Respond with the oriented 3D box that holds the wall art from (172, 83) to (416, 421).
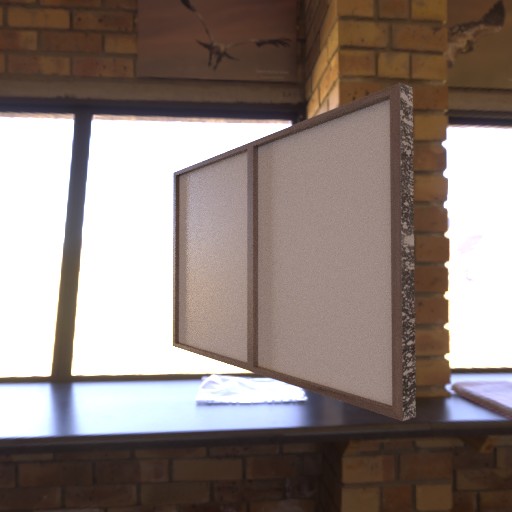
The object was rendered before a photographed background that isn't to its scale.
[{"bbox_3d":[0.000,0.000,1.164,0.038,0.598,0.919,1,-2,-36],"label":"wall art"}]
